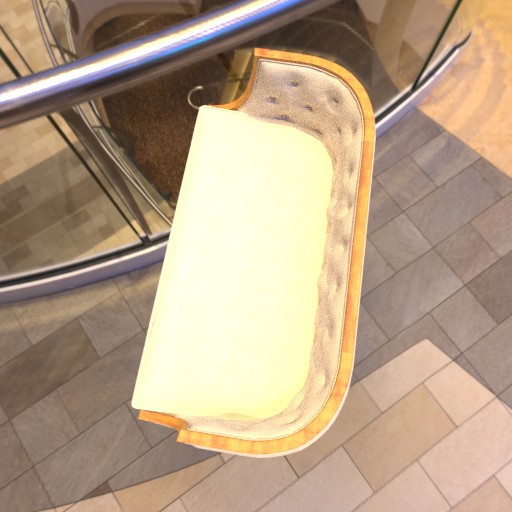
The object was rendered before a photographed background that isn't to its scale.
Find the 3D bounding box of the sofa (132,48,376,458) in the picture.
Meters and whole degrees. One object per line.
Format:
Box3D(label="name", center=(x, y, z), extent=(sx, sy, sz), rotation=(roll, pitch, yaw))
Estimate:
Box3D(label="sofa", center=(0.000, 0.000, 1.890), extent=(0.770, 0.775, 1.474), rotation=(9, 74, 3))
